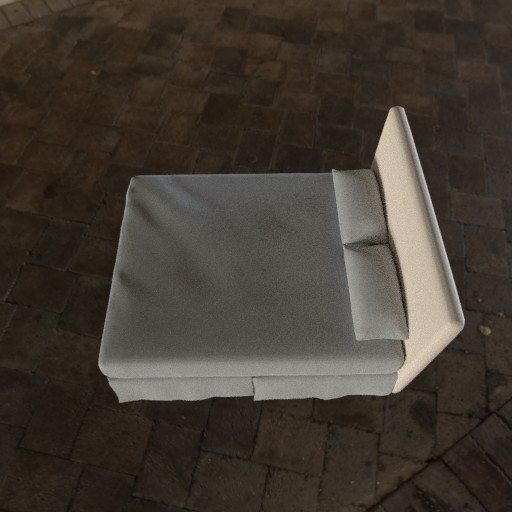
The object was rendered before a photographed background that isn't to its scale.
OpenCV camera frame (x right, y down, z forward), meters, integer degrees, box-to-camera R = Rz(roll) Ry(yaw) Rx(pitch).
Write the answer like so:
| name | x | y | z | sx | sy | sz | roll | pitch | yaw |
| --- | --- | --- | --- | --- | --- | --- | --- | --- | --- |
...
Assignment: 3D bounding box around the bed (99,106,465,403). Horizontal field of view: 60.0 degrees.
| name | x | y | z | sx | sy | sz | roll | pitch | yaw |
| --- | --- | --- | --- | --- | --- | --- | --- | --- | --- |
| bed | 0.000 | 0.000 | 3.223 | 2.142 | 1.330 | 1.748 | -1 | 58 | 0 |
